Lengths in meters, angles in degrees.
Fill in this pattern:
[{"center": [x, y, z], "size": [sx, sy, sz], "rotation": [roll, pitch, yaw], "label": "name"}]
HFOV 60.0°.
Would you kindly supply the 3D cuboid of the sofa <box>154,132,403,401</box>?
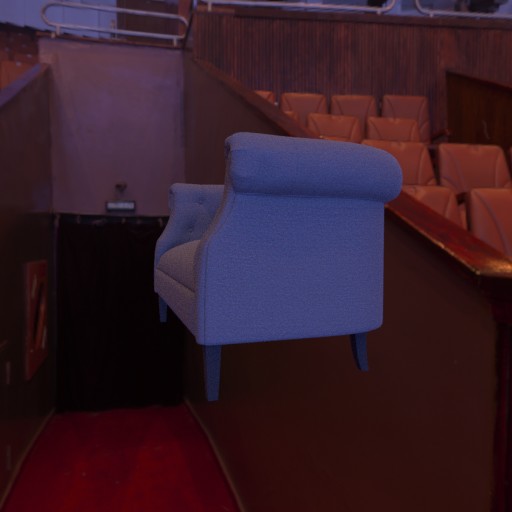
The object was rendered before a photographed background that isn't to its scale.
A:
[{"center": [0.000, 0.000, 2.109], "size": [0.835, 0.827, 1.558], "rotation": [-1, 2, -18], "label": "sofa"}]
